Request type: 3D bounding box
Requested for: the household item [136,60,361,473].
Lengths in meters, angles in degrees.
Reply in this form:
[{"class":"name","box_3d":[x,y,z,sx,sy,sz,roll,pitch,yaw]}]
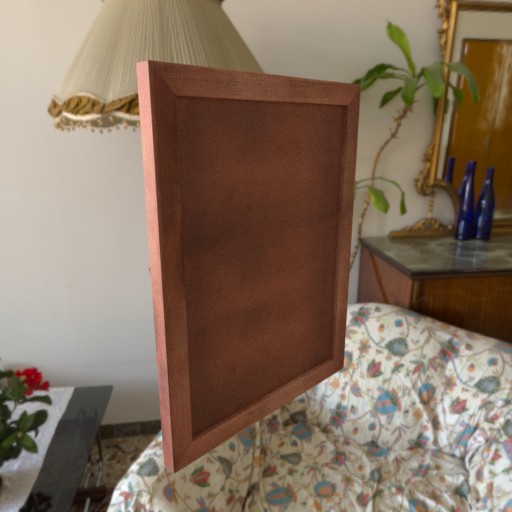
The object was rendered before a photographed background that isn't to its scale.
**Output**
[{"class":"household item","box_3d":[0.000,0.000,0.542,0.310,0.407,0.067,-15,22,-42]}]
